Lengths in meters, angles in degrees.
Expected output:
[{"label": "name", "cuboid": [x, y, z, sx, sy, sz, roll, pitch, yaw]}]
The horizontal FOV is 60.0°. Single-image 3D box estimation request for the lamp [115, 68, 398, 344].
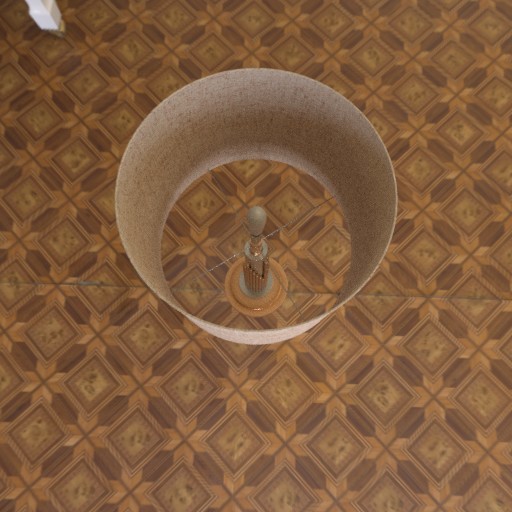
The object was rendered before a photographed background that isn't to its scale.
[{"label": "lamp", "cuboid": [0.000, 0.000, 0.799, 0.321, 0.610, 0.321, 15, 76, 4]}]
